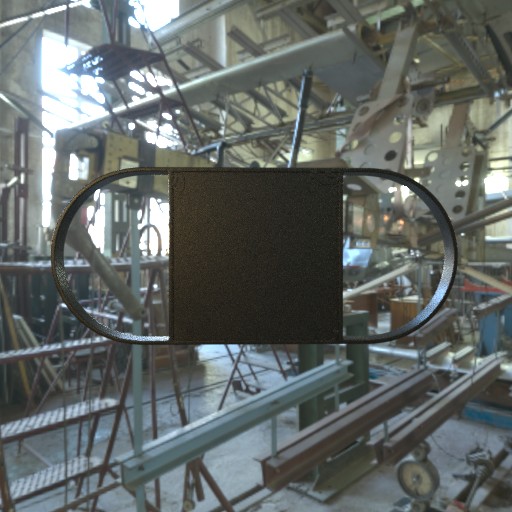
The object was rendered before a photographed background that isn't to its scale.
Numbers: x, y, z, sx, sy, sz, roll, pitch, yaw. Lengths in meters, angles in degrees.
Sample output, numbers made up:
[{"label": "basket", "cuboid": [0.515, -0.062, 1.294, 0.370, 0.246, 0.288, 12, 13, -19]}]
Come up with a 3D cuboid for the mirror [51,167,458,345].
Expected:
[{"label": "mirror", "cuboid": [0.000, 0.000, 0.650, 0.584, 0.254, 0.032, 0, 0, -1]}]
